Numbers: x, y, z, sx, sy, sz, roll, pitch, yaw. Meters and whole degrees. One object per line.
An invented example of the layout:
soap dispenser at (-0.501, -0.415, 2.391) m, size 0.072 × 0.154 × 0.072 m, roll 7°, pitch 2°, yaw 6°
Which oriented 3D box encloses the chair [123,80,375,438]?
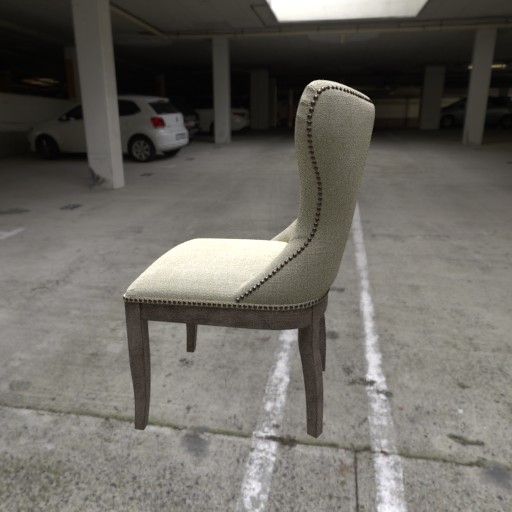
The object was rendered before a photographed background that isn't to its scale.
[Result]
chair at (0.000, 0.000, 1.434) m, size 0.681 × 1.002 × 0.654 m, roll 3°, pitch 16°, yaw 10°
